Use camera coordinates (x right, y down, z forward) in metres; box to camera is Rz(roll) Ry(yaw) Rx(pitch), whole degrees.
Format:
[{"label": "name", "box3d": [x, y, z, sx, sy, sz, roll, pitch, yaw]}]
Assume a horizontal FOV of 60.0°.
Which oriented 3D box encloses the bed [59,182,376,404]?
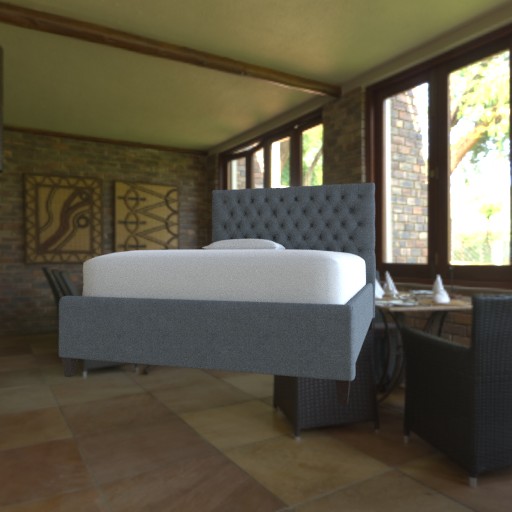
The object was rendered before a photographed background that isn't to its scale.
[{"label": "bed", "box3d": [0.000, 0.000, 3.431, 1.698, 1.411, 2.335, 0, 0, 17]}]
